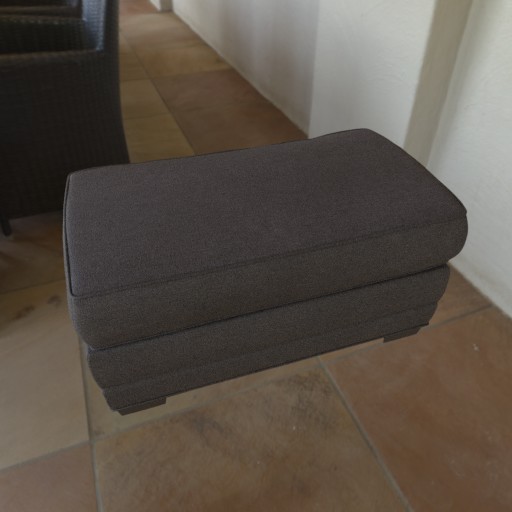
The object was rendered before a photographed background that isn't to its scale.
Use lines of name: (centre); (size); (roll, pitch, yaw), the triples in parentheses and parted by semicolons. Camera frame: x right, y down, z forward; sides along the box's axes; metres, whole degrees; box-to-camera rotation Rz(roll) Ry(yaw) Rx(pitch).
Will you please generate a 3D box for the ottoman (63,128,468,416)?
ottoman: (0.000, 0.000, 1.142); (0.864, 0.448, 0.490); (-12, 42, -14)
